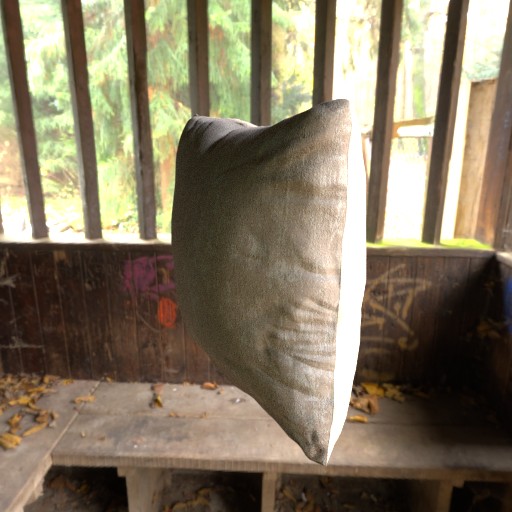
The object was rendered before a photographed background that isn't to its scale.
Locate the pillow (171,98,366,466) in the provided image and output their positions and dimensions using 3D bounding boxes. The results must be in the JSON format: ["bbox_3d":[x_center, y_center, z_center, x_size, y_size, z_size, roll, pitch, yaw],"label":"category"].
[{"bbox_3d":[0.000,0.000,0.704,0.245,0.448,0.450,-8,18,-25],"label":"pillow"}]
